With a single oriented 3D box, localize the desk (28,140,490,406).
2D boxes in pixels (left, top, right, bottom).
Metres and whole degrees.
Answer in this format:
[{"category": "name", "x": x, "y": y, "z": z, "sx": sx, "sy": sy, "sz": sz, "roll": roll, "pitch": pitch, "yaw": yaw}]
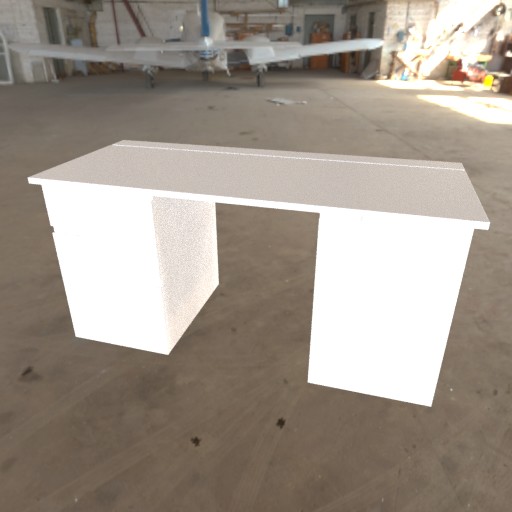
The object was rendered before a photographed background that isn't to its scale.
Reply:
[{"category": "desk", "x": 0.000, "y": 0.000, "z": 1.915, "sx": 1.580, "sy": 0.760, "sz": 0.670, "roll": 7, "pitch": 28, "yaw": 14}]
